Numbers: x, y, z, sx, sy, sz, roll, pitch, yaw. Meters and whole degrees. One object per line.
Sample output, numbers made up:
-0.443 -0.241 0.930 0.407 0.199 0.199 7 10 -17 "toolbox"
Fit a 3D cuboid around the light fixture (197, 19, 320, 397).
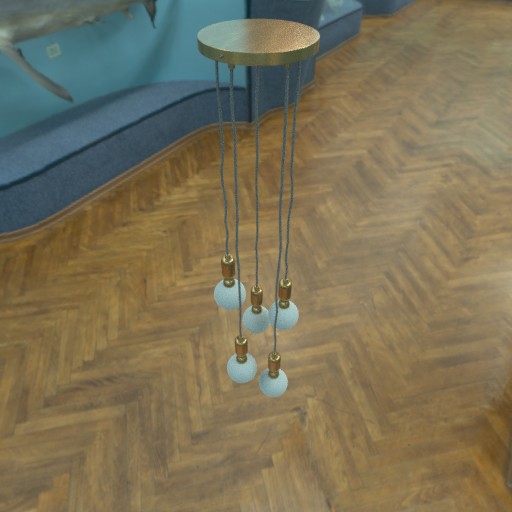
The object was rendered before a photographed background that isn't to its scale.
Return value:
0.000 0.000 0.496 0.108 0.457 0.105 24 47 25 "light fixture"
